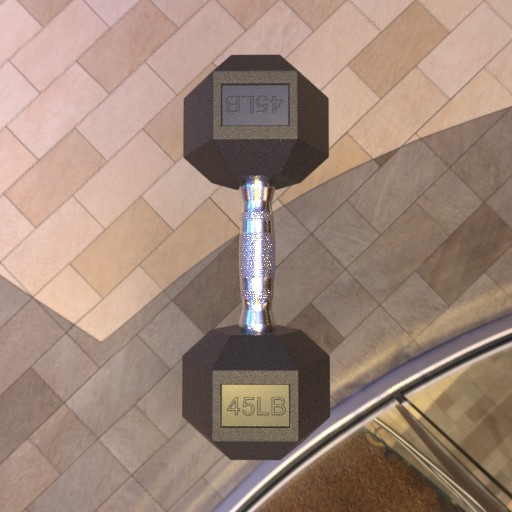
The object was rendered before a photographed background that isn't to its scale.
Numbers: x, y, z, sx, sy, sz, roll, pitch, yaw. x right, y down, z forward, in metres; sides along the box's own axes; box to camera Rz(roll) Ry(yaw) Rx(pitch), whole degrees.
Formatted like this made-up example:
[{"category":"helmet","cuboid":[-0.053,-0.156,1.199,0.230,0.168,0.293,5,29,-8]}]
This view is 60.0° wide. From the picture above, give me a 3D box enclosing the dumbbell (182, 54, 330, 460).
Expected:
[{"category":"dumbbell","cuboid":[0.000,0.000,0.426,0.141,0.123,0.356,0,88,1]}]
